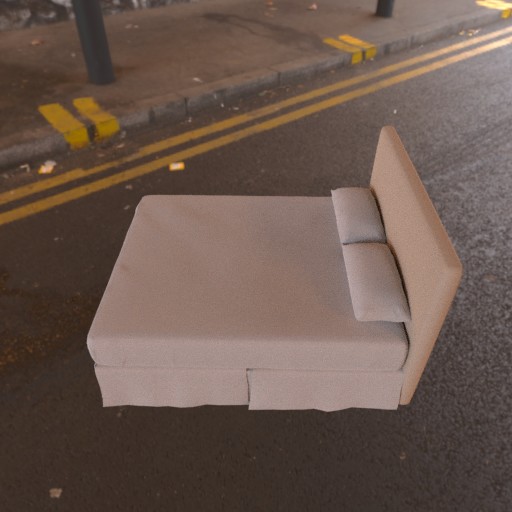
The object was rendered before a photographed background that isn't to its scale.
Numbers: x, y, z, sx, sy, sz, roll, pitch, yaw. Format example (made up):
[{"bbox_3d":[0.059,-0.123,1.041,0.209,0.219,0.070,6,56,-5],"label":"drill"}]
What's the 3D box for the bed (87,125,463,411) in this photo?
[{"bbox_3d":[0.000,0.000,3.265,2.142,1.330,1.748,1,41,1],"label":"bed"}]
